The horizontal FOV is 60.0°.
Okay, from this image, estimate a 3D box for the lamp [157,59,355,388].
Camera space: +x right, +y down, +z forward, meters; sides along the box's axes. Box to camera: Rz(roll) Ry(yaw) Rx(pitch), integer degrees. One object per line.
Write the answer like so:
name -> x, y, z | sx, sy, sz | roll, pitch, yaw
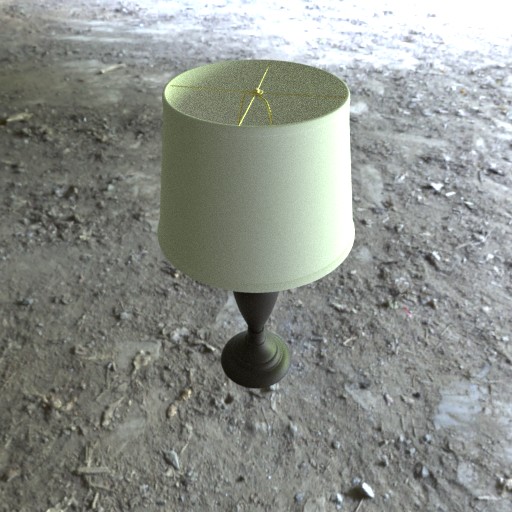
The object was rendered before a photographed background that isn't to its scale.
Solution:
lamp -> 0.000, 0.000, 0.811 | 0.335, 0.611, 0.335 | 0, 40, 0
